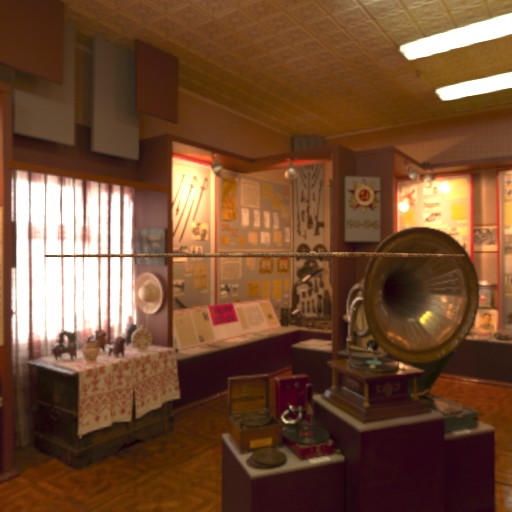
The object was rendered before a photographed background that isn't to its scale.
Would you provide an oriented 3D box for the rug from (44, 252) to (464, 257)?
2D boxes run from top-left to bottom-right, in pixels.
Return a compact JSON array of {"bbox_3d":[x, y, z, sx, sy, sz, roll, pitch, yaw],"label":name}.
[{"bbox_3d":[0.000,0.000,4.023,3.000,0.026,2.399,0,0,37],"label":"rug"}]
